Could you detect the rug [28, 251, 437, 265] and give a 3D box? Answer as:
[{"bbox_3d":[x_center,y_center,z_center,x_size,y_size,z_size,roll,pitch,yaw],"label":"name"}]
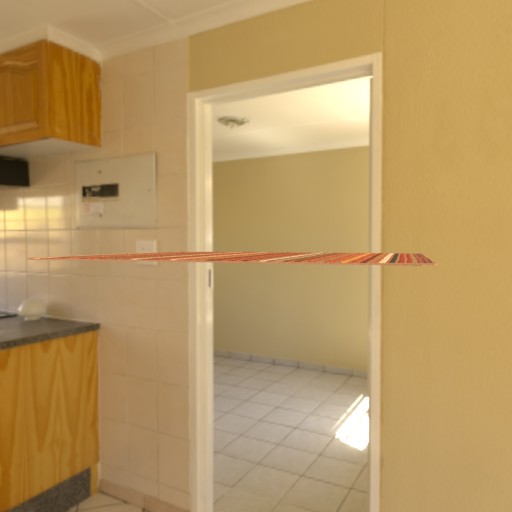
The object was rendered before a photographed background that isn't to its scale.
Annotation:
[{"bbox_3d":[0.000,0.000,4.251,3.092,0.023,2.479,1,2,19],"label":"rug"}]
